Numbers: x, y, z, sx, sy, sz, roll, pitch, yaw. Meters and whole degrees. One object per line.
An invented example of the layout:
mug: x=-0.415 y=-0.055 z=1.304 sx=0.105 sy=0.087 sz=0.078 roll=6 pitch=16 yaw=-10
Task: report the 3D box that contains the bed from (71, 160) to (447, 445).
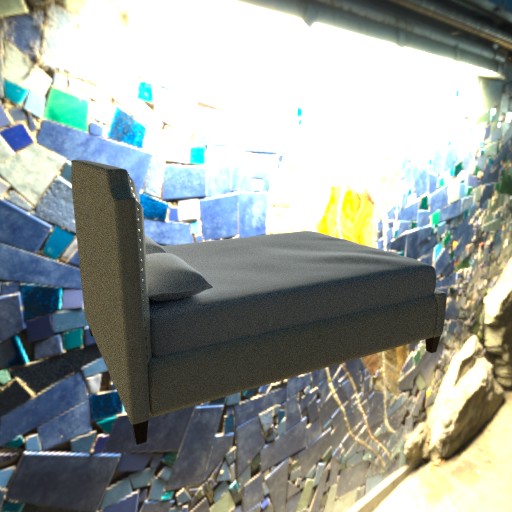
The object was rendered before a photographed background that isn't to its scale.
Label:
bed: x=0.000 y=0.000 z=3.432 sx=2.381 sy=1.457 sz=1.713 roll=-8 pitch=16 yaw=-27
